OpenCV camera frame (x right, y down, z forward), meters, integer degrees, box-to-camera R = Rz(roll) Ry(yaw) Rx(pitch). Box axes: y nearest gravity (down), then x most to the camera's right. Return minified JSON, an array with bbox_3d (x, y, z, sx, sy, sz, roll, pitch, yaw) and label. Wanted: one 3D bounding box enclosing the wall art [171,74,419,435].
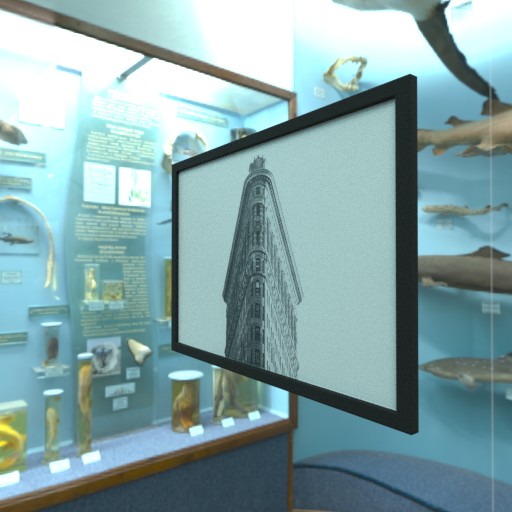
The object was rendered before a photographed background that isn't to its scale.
[{"bbox_3d":[0.000,0.000,1.192,0.026,0.656,0.958,0,-1,-37],"label":"wall art"}]
